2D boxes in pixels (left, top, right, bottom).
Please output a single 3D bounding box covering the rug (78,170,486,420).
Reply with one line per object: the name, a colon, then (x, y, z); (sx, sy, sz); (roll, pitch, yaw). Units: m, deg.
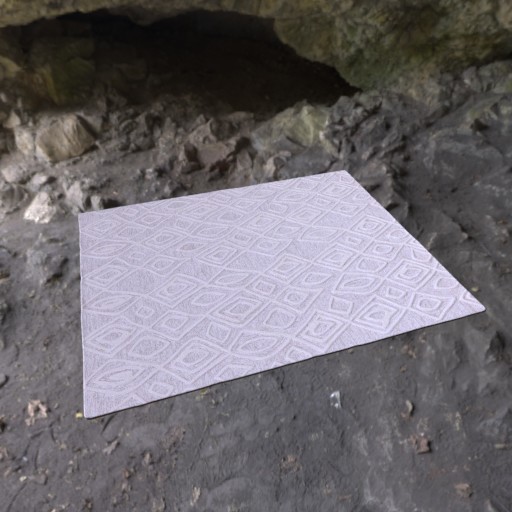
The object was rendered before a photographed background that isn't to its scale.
rug: (0.000, 0.000, 4.025); (3.049, 0.025, 2.449); (-12, 40, -14)
